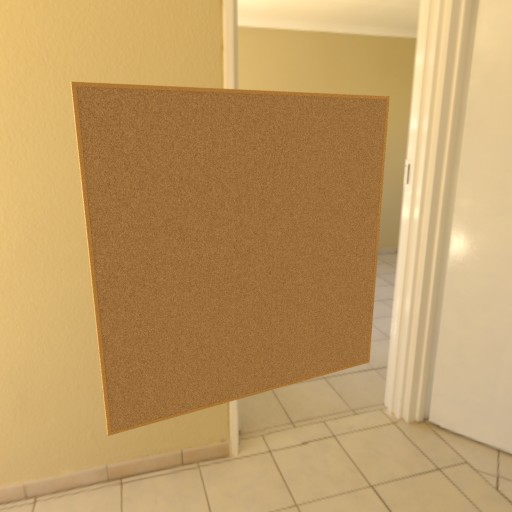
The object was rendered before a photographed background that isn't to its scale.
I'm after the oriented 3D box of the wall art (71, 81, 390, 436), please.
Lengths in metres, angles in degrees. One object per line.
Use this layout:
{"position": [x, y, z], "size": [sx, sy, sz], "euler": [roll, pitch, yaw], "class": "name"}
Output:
{"position": [0.000, 0.000, 1.366], "size": [0.962, 0.959, 0.013], "euler": [-8, 17, -25], "class": "wall art"}
